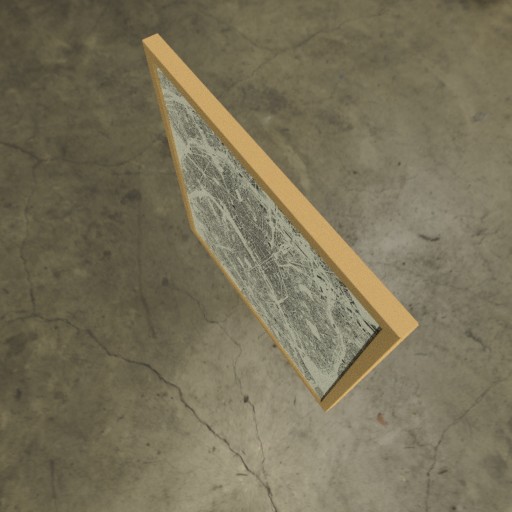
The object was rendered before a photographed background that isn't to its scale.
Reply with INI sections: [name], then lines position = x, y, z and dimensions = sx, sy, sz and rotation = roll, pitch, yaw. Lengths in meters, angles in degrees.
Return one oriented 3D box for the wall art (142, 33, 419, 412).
[wall art]
position = 0.000, 0.000, 1.107
dimensions = 0.037, 0.761, 0.761
rotation = -32, 67, -15
